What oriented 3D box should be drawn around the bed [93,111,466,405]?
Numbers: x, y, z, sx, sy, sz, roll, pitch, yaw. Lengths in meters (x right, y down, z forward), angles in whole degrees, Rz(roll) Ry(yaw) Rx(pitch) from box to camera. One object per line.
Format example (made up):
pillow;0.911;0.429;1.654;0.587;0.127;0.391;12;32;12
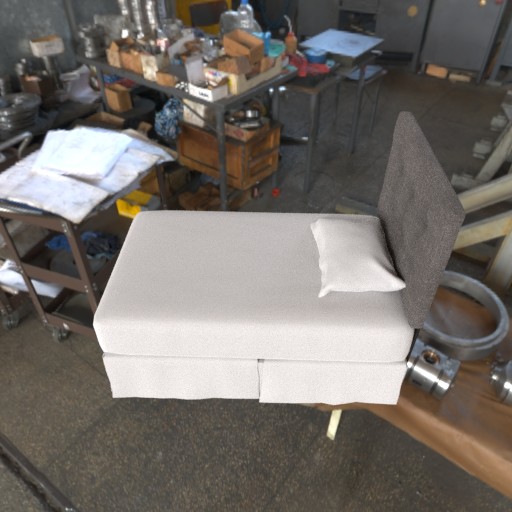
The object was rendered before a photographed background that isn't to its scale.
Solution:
bed;0.000;0.000;2.975;1.997;1.571;1.261;1;41;2
